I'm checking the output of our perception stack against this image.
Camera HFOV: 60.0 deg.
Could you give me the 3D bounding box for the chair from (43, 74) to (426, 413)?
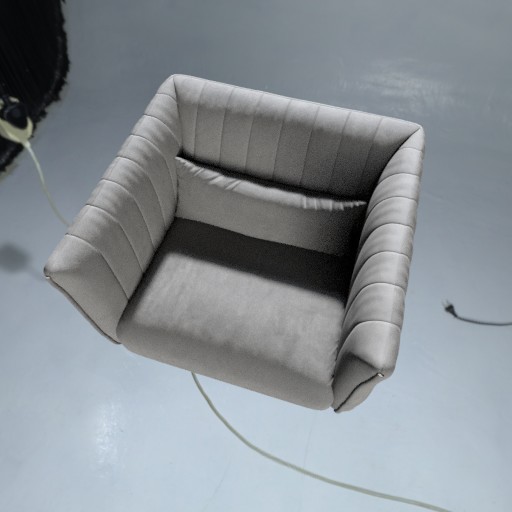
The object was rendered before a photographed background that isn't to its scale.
[{"bbox_3d":[0.000,0.000,1.606,0.981,0.779,0.873,15,60,9],"label":"chair"}]
